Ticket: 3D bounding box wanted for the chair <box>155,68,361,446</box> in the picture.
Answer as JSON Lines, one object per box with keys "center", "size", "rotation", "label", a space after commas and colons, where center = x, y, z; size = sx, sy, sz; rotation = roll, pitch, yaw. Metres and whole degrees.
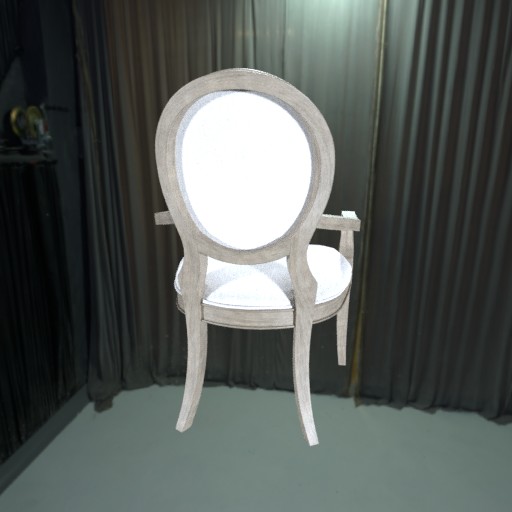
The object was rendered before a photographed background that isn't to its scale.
{"center": [0.000, 0.000, 1.350], "size": [0.611, 0.991, 0.602], "rotation": [2, 15, 9], "label": "chair"}
